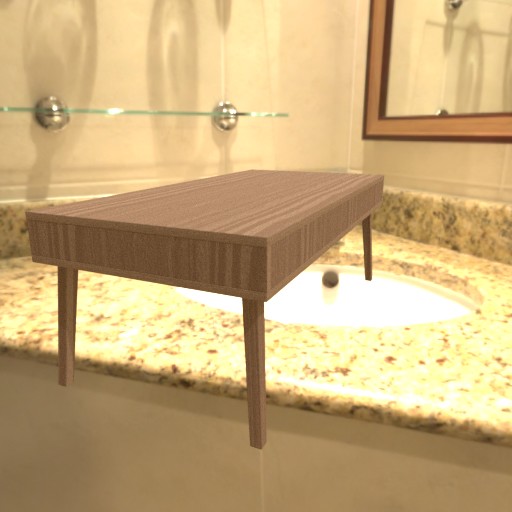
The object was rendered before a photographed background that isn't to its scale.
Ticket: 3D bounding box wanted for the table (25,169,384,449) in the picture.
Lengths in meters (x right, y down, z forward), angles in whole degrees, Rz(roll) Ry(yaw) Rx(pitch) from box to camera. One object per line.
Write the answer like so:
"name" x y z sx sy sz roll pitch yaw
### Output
"table" 0.000 0.000 1.469 0.600 0.450 1.200 7 18 24
